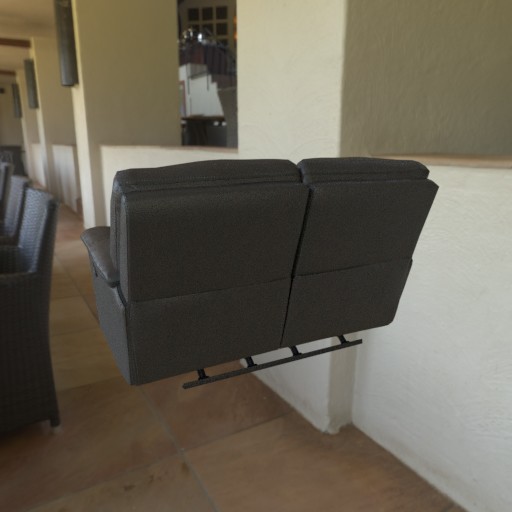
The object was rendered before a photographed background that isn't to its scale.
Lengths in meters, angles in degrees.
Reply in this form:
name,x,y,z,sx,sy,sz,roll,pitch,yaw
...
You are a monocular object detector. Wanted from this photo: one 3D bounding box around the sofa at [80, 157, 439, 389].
name,x,y,z,sx,sy,sz,roll,pitch,yaw
sofa,0.000,0.000,2.517,1.765,1.111,1.104,-7,16,-26
